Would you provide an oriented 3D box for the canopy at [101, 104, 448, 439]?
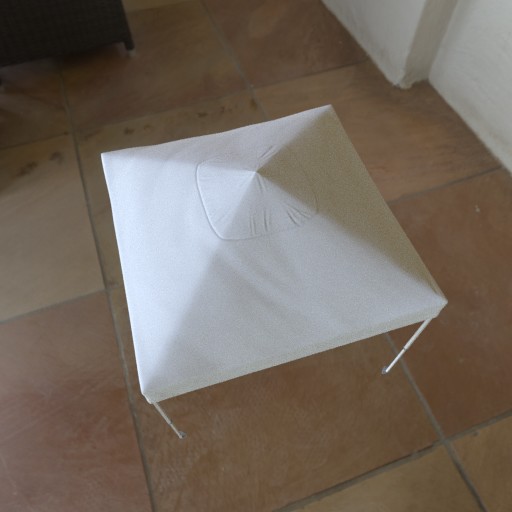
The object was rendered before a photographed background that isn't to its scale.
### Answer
[{"bbox_3d":[0.000,0.000,5.421,2.996,2.997,2.998,-15,59,-9],"label":"canopy"}]
